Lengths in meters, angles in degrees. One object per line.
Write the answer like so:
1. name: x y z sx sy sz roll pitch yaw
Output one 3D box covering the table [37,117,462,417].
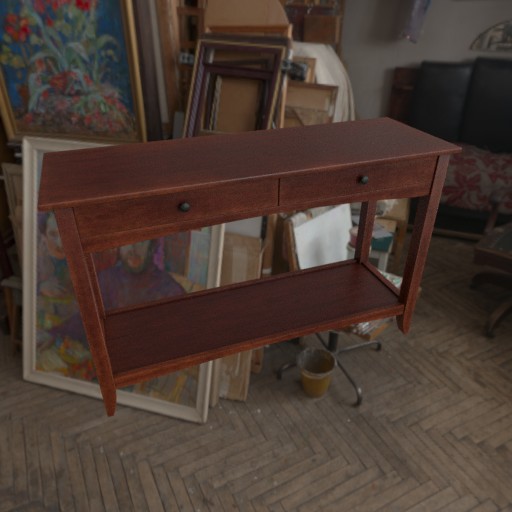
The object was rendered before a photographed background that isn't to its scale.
1. table: 0.000 0.000 1.513 1.188 0.739 0.392 -11 33 -17
